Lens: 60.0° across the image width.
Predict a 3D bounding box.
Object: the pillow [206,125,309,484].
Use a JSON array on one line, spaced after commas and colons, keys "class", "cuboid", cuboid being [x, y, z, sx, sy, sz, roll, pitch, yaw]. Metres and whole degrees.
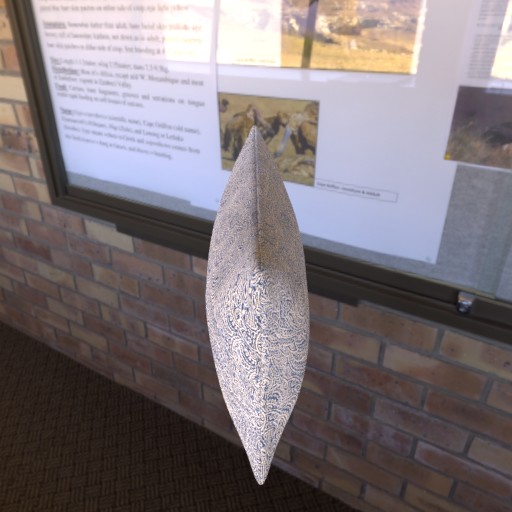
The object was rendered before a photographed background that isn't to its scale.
[{"class": "pillow", "cuboid": [0.000, 0.000, 0.722, 0.151, 0.295, 0.615, 0, 28, -1]}]
